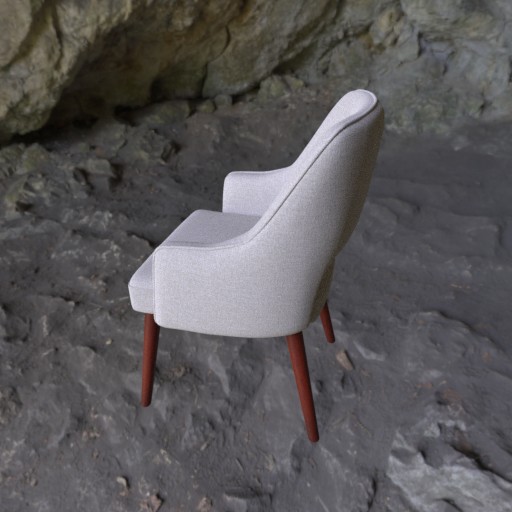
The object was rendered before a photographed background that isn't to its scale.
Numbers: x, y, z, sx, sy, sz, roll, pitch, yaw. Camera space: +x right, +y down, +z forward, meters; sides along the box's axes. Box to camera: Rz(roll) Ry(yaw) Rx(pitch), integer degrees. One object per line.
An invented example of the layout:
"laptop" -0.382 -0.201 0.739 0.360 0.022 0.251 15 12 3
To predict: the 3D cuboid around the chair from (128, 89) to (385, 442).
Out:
"chair" 0.000 0.000 1.213 0.580 0.840 0.560 7 30 13
